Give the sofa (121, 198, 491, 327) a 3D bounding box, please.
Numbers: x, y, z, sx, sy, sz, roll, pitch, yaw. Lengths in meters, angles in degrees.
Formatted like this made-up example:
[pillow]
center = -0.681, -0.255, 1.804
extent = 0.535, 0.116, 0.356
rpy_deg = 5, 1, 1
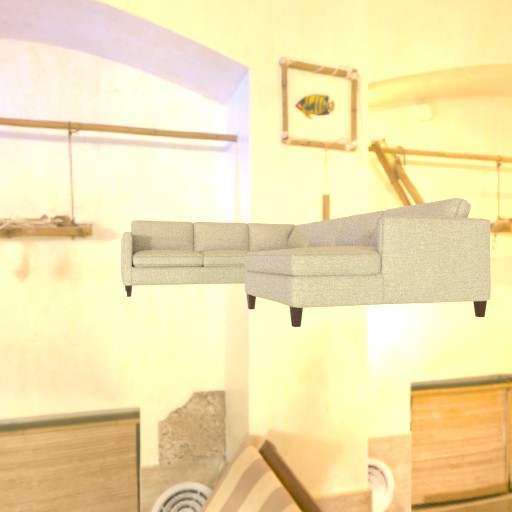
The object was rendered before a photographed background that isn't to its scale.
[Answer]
[sofa]
center = 0.000, 0.000, 4.408
extent = 2.551, 0.889, 3.403
rpy_deg = 0, 0, -18
